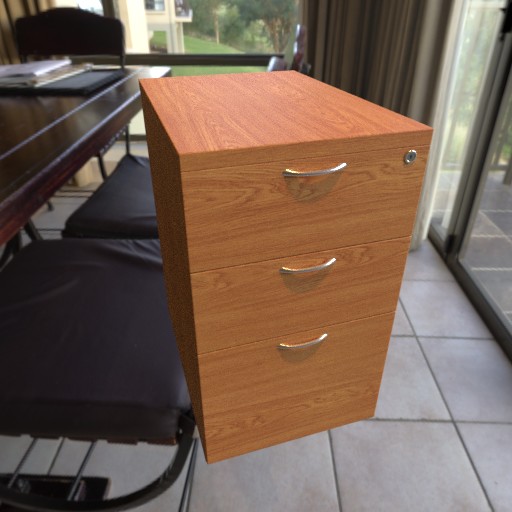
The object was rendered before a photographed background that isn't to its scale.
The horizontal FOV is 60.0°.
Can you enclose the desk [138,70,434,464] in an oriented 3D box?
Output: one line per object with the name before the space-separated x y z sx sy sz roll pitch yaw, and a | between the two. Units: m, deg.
desk | 0.000 0.000 1.070 0.404 0.730 0.600 -10 33 -15
